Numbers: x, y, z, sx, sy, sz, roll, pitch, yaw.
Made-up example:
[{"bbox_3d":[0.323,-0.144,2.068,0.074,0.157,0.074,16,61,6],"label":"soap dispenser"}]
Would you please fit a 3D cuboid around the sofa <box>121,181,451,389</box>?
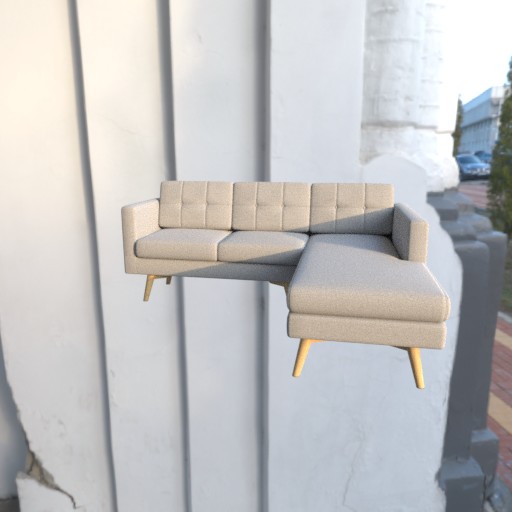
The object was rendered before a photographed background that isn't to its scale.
[{"bbox_3d":[0.000,0.000,2.844,2.040,0.860,1.530,3,13,11],"label":"sofa"}]
